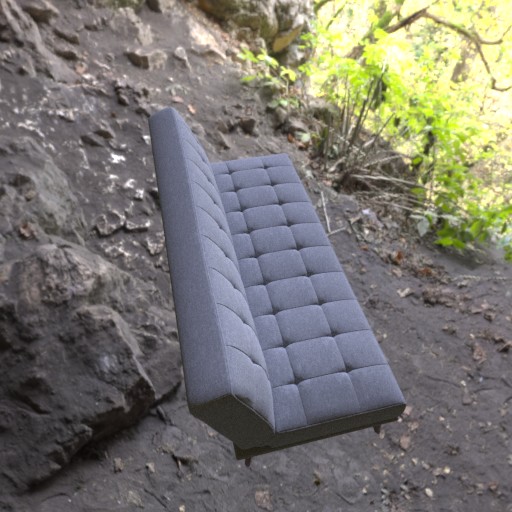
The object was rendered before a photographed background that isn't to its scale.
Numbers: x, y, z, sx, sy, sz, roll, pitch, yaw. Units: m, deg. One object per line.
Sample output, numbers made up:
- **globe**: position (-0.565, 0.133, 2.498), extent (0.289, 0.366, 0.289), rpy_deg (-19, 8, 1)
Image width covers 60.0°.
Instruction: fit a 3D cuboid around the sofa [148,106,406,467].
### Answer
- **sofa**: position (0.000, 0.000, 2.291), extent (0.860, 0.810, 1.800), rpy_deg (-10, 49, -9)
